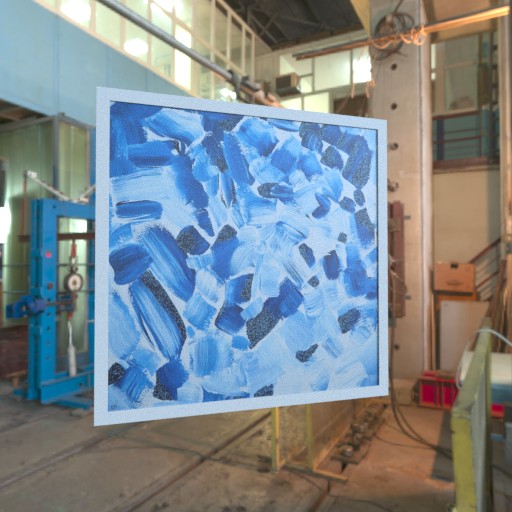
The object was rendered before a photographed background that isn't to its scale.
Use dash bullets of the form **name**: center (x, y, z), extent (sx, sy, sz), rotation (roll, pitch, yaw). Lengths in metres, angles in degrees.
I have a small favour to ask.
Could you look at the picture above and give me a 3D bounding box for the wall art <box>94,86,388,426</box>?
- **wall art**: center (0.000, 0.000, 1.191), extent (0.812, 0.812, 0.015), rotation (0, -1, -18)
